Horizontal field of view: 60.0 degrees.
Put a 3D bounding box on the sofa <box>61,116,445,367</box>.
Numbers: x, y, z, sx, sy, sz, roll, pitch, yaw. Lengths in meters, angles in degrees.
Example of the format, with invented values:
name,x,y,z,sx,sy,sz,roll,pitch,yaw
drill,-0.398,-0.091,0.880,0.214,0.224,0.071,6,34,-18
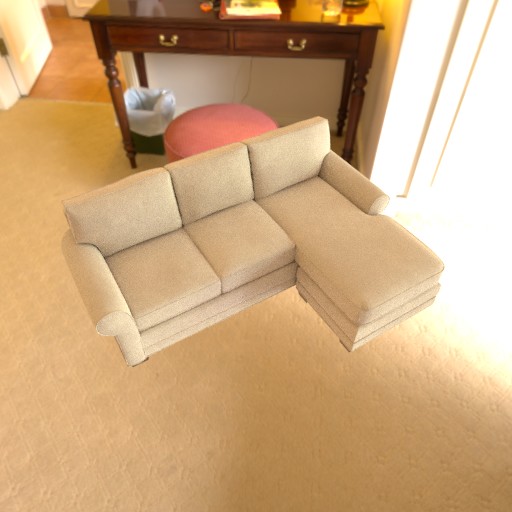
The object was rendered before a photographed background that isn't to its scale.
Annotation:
name,x,y,z,sx,sy,sz,roll,pitch,yaw
sofa,0.000,0.000,2.387,1.770,0.734,1.226,-24,51,-21
